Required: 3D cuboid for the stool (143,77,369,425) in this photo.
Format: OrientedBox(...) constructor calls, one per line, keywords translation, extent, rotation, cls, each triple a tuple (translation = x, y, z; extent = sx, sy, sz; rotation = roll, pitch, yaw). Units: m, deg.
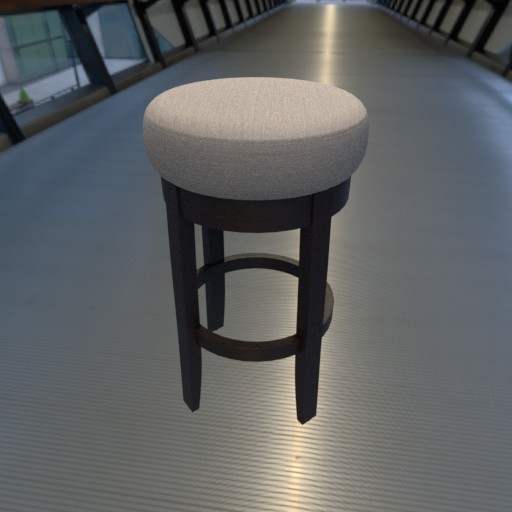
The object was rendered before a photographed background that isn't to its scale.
OrientedBox(translation=(0.000, 0.000, 1.054), extent=(0.443, 0.757, 0.443), rotation=(0, 33, 0), cls="stool")
